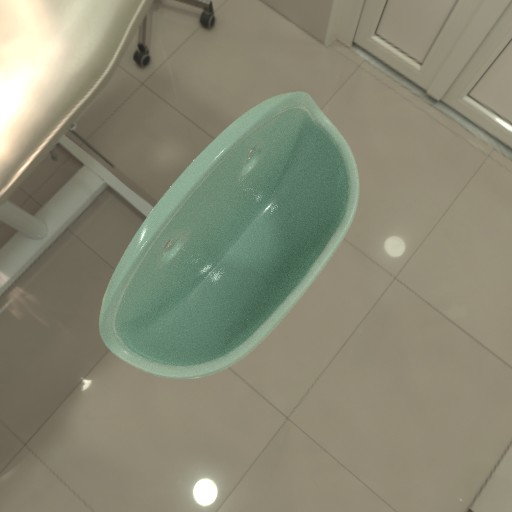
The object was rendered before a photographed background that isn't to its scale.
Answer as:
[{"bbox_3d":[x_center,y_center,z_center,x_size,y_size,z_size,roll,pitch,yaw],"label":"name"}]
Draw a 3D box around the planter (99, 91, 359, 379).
[{"bbox_3d":[0.000,0.000,0.266,0.073,0.164,0.189,39,80,8],"label":"planter"}]
